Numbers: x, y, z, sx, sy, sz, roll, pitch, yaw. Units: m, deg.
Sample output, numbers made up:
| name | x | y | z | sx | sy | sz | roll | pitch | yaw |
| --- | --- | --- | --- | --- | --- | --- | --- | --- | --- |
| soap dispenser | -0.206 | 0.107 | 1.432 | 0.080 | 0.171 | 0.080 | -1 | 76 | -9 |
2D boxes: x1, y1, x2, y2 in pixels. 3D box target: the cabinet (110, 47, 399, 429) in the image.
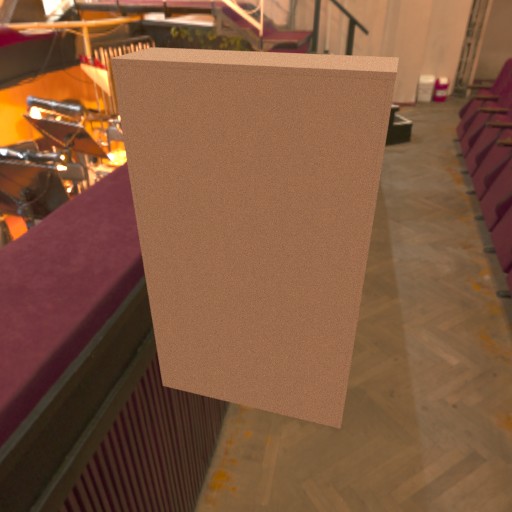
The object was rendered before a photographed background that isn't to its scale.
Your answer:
| name | x | y | z | sx | sy | sz | roll | pitch | yaw |
| --- | --- | --- | --- | --- | --- | --- | --- | --- | --- |
| cabinet | 0.000 | 0.000 | 1.552 | 0.750 | 1.280 | 0.250 | 9 | 33 | 14 |
